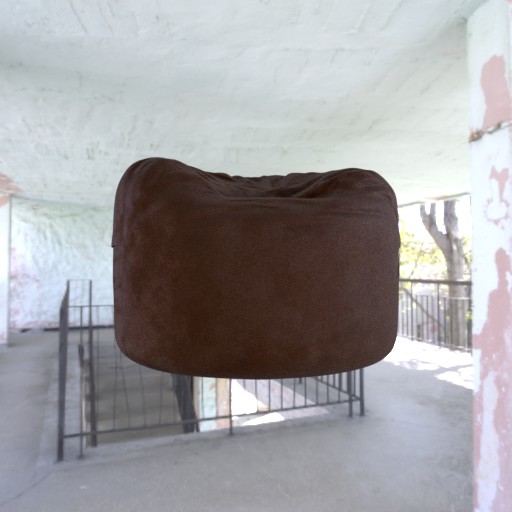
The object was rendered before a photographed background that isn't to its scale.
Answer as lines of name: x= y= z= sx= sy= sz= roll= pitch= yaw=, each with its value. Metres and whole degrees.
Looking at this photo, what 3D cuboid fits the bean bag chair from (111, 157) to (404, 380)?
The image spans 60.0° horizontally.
bean bag chair: x=0.000 y=0.000 z=1.482 sx=0.918 sy=0.616 sz=0.918 roll=0 pitch=-1 yaw=0
